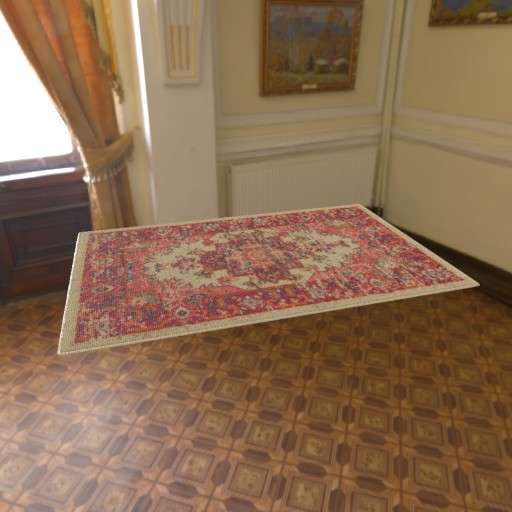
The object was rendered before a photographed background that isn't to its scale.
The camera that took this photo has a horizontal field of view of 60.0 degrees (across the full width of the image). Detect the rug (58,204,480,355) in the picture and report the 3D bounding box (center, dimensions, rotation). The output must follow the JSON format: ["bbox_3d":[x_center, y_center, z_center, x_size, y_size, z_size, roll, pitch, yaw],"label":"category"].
[{"bbox_3d":[0.000,0.000,1.103,0.868,0.004,0.556,-7,27,-14],"label":"rug"}]
